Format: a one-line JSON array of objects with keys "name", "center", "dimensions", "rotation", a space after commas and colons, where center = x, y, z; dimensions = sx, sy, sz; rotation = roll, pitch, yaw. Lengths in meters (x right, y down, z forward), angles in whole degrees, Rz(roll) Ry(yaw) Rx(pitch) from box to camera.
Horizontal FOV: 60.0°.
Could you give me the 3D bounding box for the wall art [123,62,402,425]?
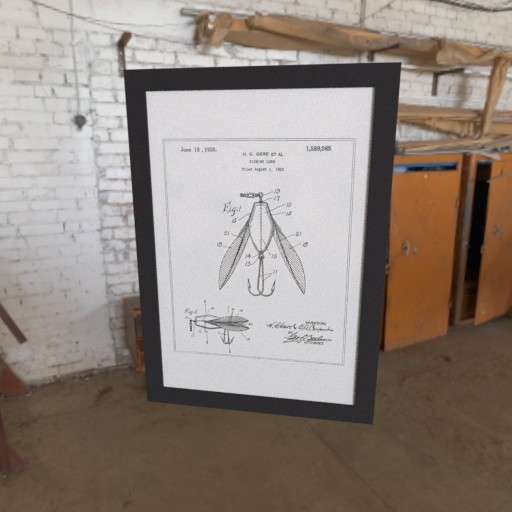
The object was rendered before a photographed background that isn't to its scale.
[{"name": "wall art", "center": [0.000, 0.000, 0.673], "dimensions": [0.380, 0.534, 0.013], "rotation": [3, 15, 10]}]
